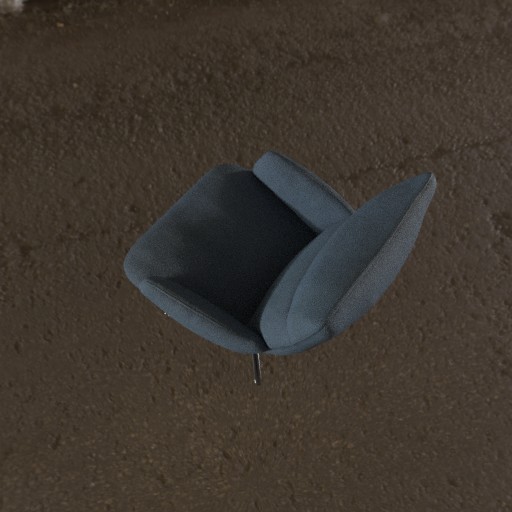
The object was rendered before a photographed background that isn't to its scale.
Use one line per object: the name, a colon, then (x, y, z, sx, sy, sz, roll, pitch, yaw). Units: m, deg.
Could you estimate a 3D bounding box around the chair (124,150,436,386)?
chair: (0.000, 0.000, 1.602, 0.889, 1.016, 0.711, 34, 67, 16)
